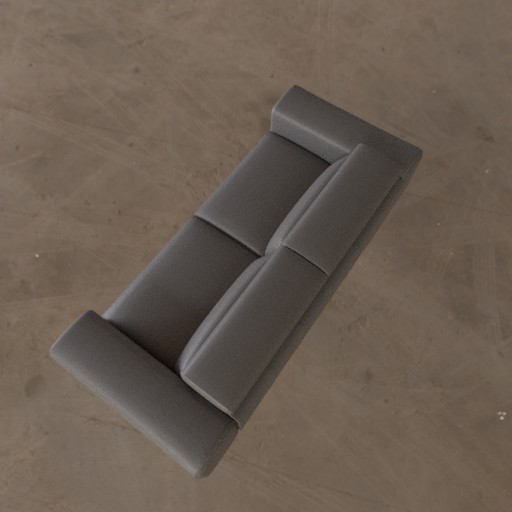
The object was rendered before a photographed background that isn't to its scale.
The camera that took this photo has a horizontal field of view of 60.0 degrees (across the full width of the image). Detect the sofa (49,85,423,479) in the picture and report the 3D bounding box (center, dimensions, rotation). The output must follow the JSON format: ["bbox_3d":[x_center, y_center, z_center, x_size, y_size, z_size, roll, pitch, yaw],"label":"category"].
[{"bbox_3d":[0.000,0.000,2.721,1.023,0.759,2.321,33,69,15],"label":"sofa"}]
